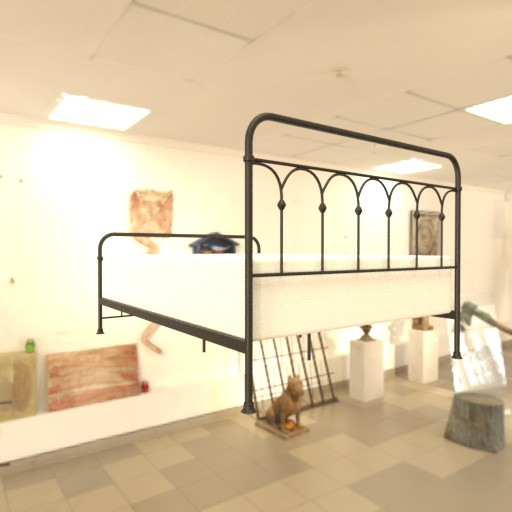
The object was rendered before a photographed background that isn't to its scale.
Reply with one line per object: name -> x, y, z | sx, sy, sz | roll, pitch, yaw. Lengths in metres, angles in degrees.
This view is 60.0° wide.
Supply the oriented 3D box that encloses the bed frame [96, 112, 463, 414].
bed frame -> 0.000, 0.000, 3.196 | 1.664, 1.276, 2.203 | -1, 1, -35
